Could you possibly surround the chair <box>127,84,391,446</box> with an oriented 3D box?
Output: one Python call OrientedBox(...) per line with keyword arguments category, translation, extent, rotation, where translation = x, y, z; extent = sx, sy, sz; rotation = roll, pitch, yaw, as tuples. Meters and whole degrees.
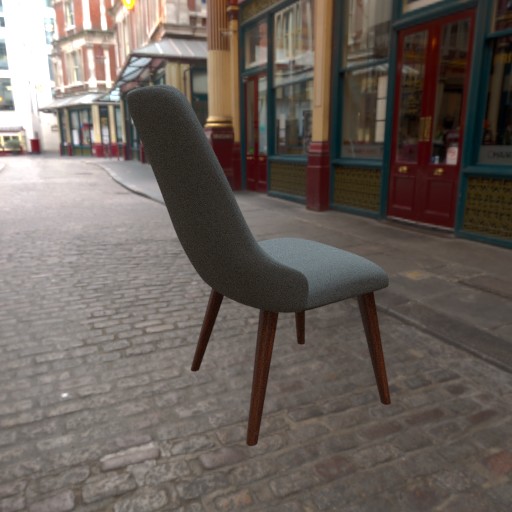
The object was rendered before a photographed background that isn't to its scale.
OrientedBox(category="chair", translation=(0.000, 0.000, 1.355), extent=(0.707, 0.918, 0.535), rotation=(-7, 15, -25))
